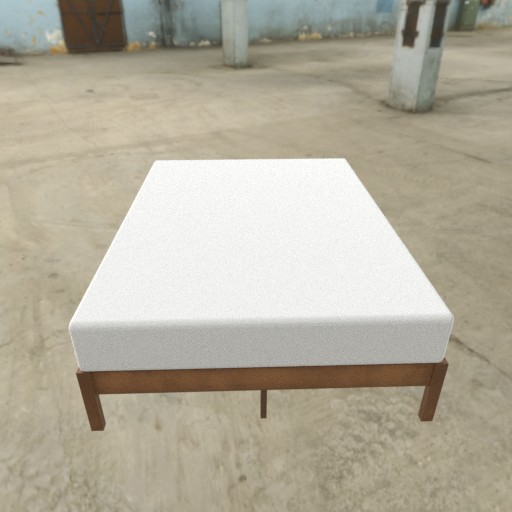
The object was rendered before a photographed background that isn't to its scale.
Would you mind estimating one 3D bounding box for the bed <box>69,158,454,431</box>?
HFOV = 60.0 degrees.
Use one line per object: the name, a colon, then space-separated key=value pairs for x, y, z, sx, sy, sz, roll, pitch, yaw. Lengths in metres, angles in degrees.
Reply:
bed: x=0.000 y=0.000 z=2.725 sx=1.529 sy=0.593 sz=2.050 roll=-1 pitch=30 yaw=-2
